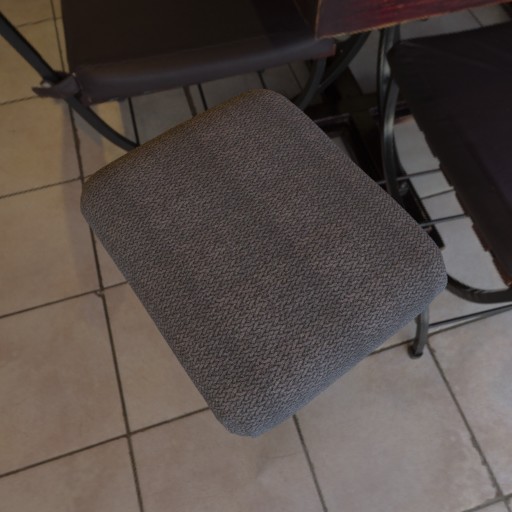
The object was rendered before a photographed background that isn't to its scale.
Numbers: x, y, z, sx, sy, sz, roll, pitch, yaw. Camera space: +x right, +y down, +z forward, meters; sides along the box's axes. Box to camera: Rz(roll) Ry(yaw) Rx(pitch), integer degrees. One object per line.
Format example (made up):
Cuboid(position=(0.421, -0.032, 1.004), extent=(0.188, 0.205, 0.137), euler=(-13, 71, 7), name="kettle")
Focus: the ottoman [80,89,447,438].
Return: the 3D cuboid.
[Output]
Cuboid(position=(0.000, 0.000, 1.167), extent=(0.622, 0.450, 0.747), euler=(-33, 68, -15), name="ottoman")
